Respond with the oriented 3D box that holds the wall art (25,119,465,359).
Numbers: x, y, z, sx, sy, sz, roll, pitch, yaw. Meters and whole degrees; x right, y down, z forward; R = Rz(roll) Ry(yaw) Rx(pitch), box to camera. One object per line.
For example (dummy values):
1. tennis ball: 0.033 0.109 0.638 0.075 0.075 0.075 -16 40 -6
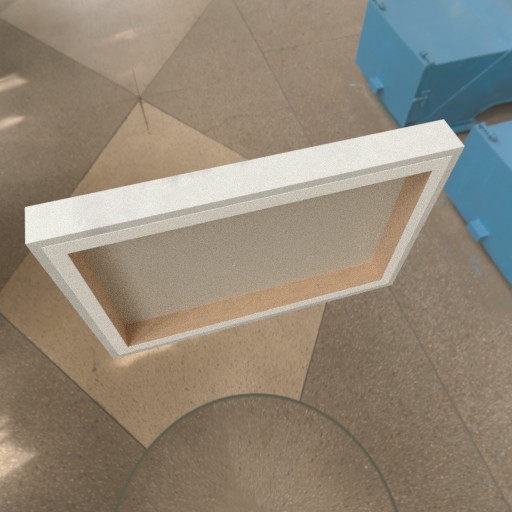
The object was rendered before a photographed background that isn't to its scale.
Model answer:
1. wall art: 0.000 0.000 0.486 0.381 0.254 0.038 -14 58 -9
